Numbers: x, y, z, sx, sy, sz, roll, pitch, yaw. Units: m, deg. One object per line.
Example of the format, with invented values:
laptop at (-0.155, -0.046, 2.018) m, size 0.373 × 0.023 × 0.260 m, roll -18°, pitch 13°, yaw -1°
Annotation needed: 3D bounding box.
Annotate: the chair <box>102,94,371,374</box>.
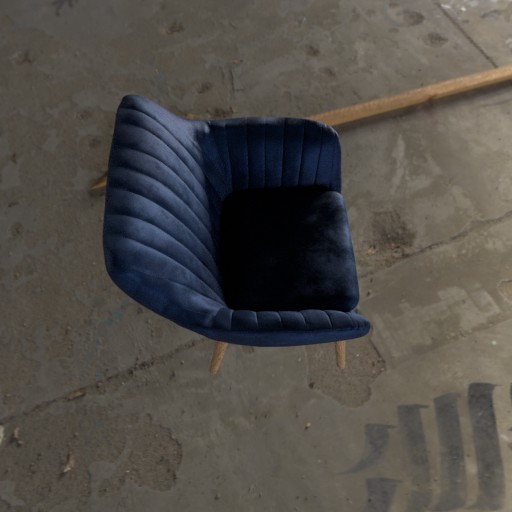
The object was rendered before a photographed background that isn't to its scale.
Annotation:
chair at (0.000, 0.000, 1.207) m, size 0.573 × 0.826 × 0.578 m, roll -3°, pitch 64°, yaw -1°
